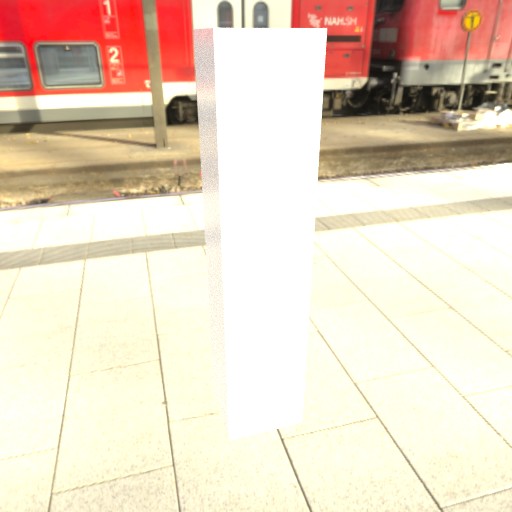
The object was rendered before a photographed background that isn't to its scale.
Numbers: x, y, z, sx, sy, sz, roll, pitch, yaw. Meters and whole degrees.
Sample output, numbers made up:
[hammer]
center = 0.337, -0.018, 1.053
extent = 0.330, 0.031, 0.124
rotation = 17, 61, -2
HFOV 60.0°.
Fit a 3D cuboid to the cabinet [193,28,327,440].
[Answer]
[cabinet]
center = 0.000, 0.000, 1.535
extent = 0.300, 1.400, 0.269
rotation = -8, 28, -16
